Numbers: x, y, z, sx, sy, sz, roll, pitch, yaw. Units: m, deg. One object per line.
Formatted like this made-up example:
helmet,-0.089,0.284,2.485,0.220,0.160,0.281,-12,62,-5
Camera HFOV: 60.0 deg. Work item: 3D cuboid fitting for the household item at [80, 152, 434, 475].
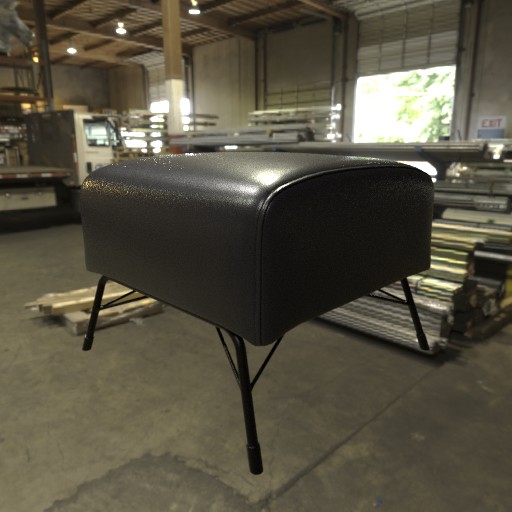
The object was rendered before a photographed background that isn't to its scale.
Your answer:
household item,0.000,0.000,0.896,0.530,0.410,0.530,14,20,43
